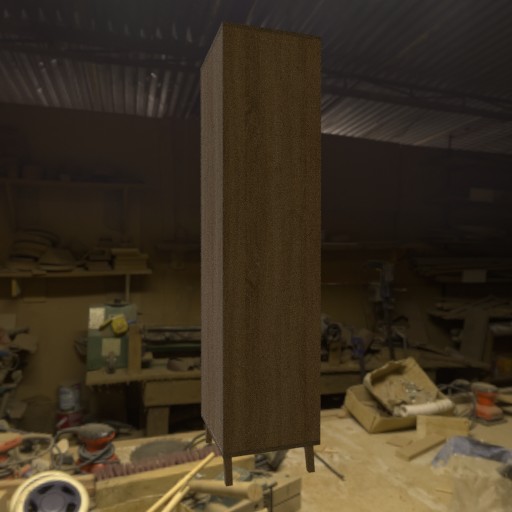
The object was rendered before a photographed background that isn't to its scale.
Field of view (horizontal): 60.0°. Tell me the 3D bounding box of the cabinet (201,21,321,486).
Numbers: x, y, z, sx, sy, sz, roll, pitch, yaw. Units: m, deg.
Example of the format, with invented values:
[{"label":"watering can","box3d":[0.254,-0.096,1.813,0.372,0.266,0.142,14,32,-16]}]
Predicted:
[{"label":"cabinet","box3d":[0.000,0.000,2.164,0.450,1.960,0.510,0,1,-17]}]
